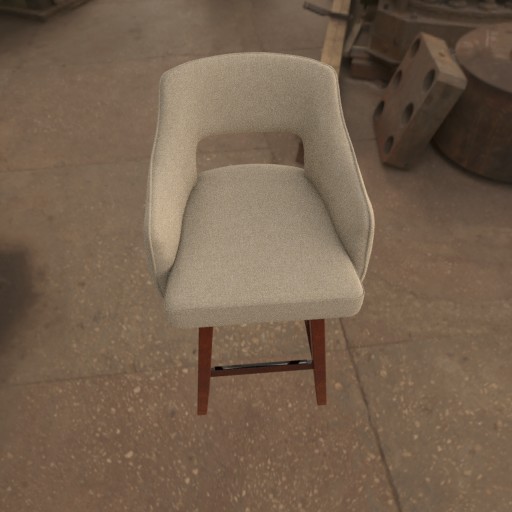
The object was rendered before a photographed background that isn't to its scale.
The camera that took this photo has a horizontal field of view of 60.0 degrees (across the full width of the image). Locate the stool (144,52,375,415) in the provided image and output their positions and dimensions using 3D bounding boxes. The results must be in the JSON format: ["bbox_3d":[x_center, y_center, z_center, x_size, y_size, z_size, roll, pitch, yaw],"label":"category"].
[{"bbox_3d":[0.000,0.000,1.280,0.550,0.936,0.560,-4,47,-3],"label":"stool"}]
